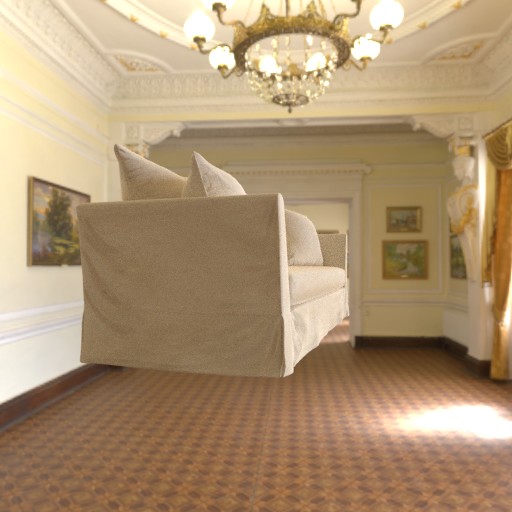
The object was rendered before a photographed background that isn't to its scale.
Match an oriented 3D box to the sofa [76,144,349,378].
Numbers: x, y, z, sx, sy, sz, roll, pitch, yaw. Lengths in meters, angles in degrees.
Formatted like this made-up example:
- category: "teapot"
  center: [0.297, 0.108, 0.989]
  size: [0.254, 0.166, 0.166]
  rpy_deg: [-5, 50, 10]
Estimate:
- category: "sofa"
  center: [0.000, 0.000, 3.075]
  size: [1.030, 1.042, 2.484]
  rpy_deg: [0, -1, 18]
